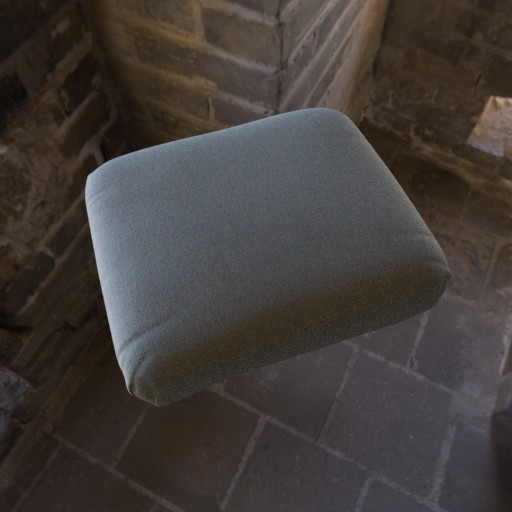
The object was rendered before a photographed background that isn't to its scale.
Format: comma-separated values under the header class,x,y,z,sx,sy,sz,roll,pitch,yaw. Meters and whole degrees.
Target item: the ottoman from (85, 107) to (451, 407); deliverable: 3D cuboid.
class,x,y,z,sx,sy,sz,roll,pitch,yaw
ottoman,0.000,0.000,1.157,0.747,0.450,0.622,-17,59,-11
